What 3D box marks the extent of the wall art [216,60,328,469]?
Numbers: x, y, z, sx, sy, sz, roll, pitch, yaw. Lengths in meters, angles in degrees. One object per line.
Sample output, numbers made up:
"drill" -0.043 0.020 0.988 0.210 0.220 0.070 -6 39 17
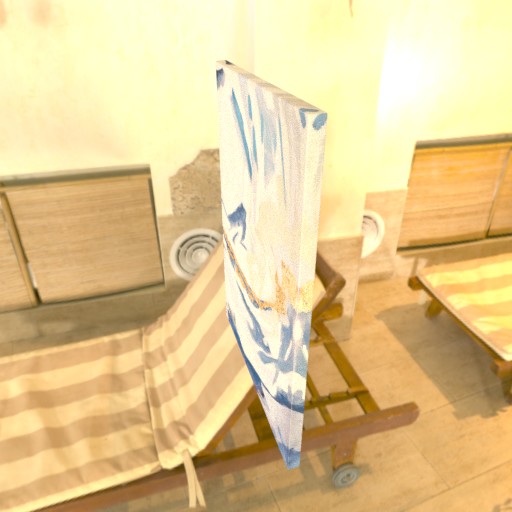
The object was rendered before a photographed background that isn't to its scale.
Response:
"wall art" 0.000 0.000 1.352 0.038 1.015 0.761 -9 32 -14
